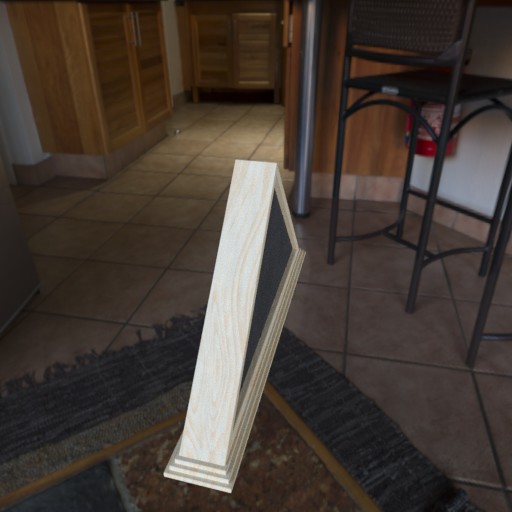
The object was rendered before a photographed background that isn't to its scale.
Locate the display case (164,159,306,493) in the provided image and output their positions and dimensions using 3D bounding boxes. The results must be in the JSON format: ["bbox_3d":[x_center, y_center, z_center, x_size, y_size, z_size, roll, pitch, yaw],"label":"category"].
[{"bbox_3d":[0.000,0.000,0.770,0.095,0.340,0.640,7,32,12],"label":"display case"}]
